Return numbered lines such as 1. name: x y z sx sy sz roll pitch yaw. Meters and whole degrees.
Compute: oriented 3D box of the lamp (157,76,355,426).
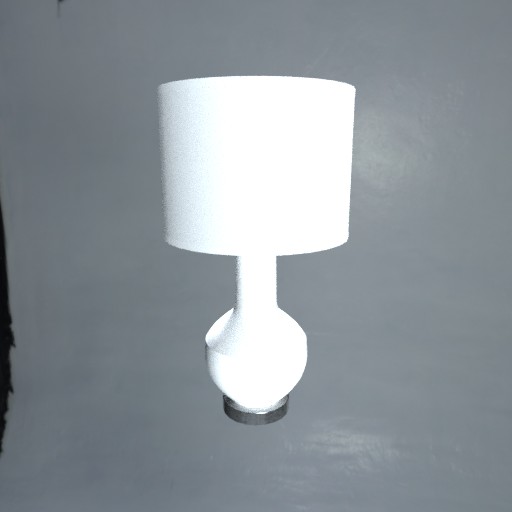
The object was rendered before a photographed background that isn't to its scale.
1. lamp: 0.000 0.000 0.885 0.357 0.673 0.357 2 14 9
